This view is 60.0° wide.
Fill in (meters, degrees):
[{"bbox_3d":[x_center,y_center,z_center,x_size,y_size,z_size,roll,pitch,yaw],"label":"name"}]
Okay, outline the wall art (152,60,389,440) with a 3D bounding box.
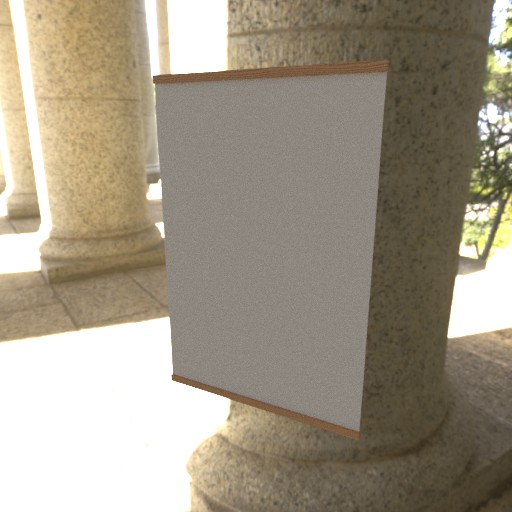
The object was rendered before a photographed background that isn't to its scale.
[{"bbox_3d":[0.000,0.000,1.944,1.011,1.521,0.025,8,18,26],"label":"wall art"}]
